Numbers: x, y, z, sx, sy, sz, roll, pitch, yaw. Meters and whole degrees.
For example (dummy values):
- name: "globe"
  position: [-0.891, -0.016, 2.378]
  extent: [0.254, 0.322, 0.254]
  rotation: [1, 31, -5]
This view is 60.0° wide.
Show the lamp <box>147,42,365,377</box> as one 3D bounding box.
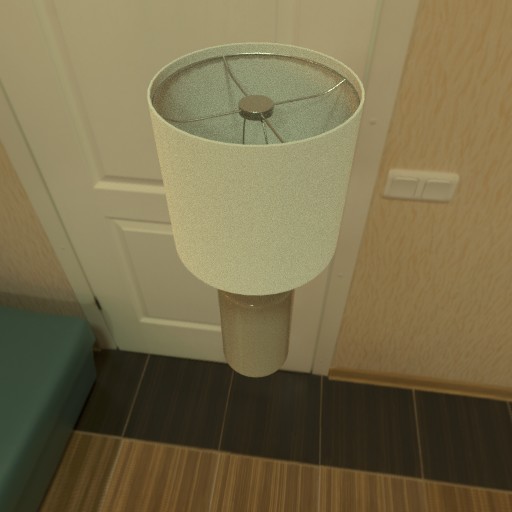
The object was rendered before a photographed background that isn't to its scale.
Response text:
- name: "lamp"
  position: [0.000, 0.000, 0.617]
  extent: [0.212, 0.493, 0.212]
  rotation: [-16, 49, -14]
